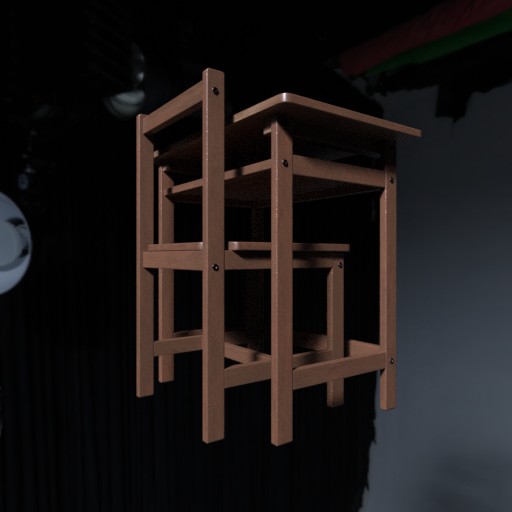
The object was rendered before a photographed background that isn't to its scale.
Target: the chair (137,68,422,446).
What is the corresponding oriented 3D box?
[{"bbox_3d":[0.000,0.000,1.062,0.463,0.673,0.599,0,0,-36],"label":"chair"}]
